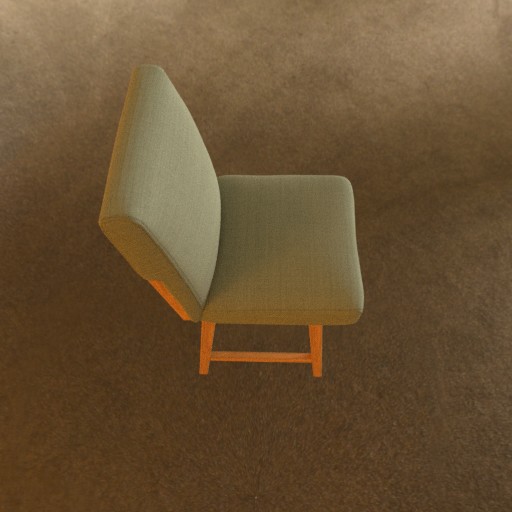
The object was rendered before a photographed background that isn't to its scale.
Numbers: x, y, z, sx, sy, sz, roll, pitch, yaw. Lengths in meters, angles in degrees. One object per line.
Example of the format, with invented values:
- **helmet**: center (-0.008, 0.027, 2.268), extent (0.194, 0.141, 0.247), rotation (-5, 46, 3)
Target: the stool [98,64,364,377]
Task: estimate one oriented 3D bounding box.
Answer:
- **stool**: center (0.000, 0.000, 1.313), extent (0.570, 1.019, 0.459), rotation (1, 61, 1)
